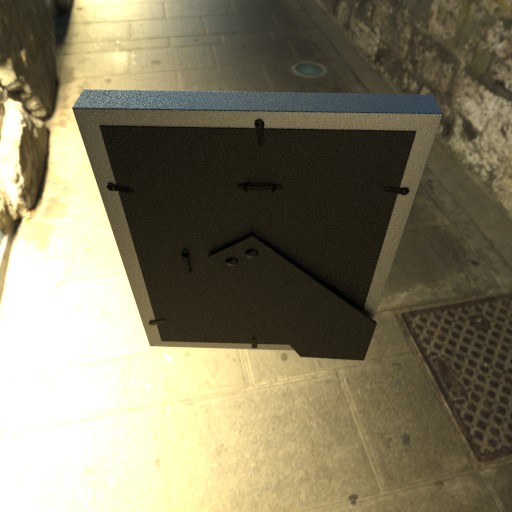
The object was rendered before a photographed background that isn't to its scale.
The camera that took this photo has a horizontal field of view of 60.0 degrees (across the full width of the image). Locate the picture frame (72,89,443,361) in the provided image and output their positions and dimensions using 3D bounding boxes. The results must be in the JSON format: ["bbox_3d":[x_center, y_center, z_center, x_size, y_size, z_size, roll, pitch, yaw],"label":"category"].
[{"bbox_3d":[0.000,0.000,0.385,0.233,0.282,0.036,1,47,1],"label":"picture frame"}]
